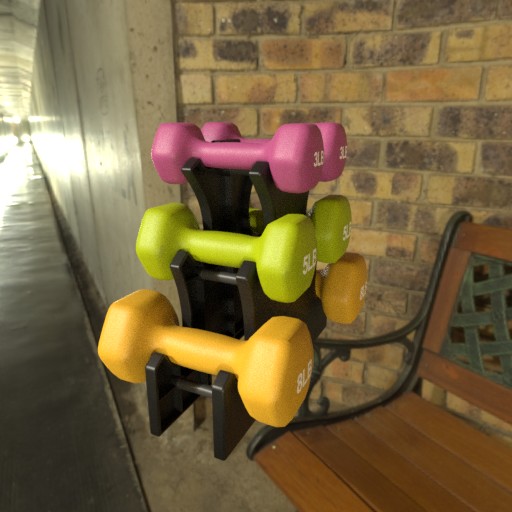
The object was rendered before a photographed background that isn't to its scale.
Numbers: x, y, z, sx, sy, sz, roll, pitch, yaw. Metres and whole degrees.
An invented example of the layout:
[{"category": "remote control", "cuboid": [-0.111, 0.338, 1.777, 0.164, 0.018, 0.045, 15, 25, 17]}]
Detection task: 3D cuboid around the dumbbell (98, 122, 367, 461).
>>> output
[{"category": "dumbbell", "cuboid": [0.000, 0.000, 0.470, 0.190, 0.271, 0.300, 8, 19, 25]}]
